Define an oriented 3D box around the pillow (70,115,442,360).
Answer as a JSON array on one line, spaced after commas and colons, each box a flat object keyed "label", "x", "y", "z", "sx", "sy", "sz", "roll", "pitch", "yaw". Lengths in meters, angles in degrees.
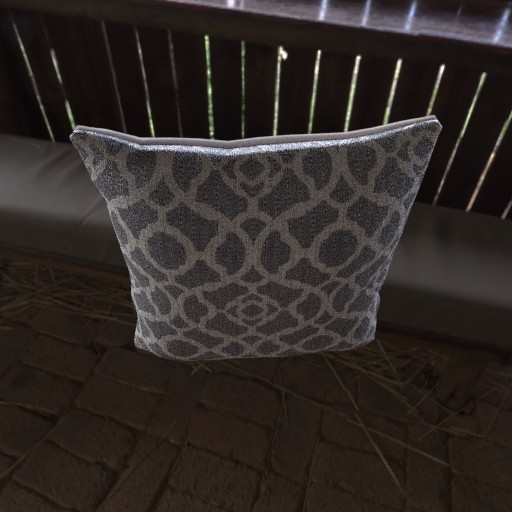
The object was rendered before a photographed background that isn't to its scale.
[{"label": "pillow", "x": 0.000, "y": 0.000, "z": 0.770, "sx": 0.508, "sy": 0.498, "sz": 0.215, "roll": -2, "pitch": 44, "yaw": -2}]
